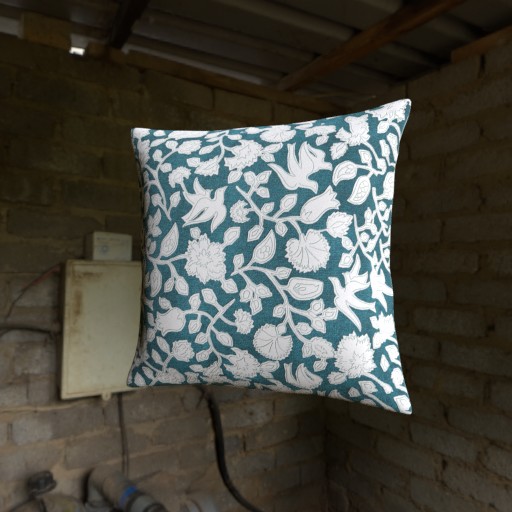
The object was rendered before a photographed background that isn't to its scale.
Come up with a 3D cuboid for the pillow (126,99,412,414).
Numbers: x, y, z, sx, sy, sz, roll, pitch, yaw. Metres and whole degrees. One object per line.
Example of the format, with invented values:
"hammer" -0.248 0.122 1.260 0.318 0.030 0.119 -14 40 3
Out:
"pillow" 0.000 0.000 0.792 0.525 0.508 0.166 0 -1 18
